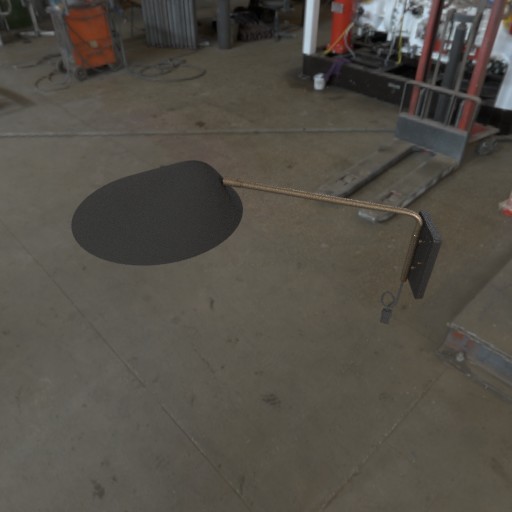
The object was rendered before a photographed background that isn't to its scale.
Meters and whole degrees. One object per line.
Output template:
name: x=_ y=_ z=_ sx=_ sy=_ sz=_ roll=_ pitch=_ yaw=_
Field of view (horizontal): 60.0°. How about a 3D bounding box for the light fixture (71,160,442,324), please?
light fixture: x=0.000 y=0.000 z=0.683 sx=0.516 sy=0.312 sz=0.240 roll=1 pitch=40 yaw=1
